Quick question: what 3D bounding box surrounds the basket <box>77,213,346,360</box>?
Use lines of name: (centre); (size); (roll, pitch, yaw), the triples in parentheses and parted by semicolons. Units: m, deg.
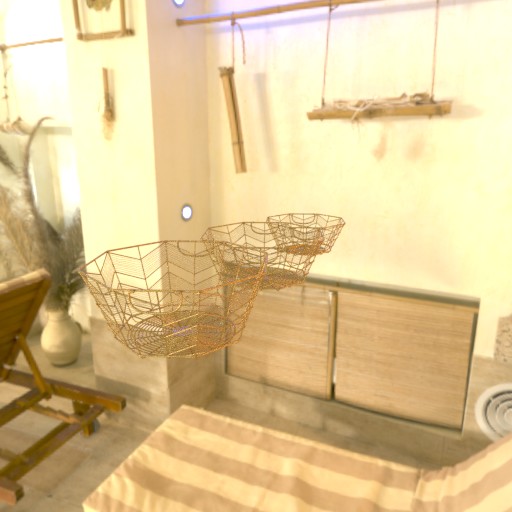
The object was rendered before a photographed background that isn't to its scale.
basket: (0.000, 0.000, 1.383); (0.432, 0.178, 1.245); (7, 17, 24)
